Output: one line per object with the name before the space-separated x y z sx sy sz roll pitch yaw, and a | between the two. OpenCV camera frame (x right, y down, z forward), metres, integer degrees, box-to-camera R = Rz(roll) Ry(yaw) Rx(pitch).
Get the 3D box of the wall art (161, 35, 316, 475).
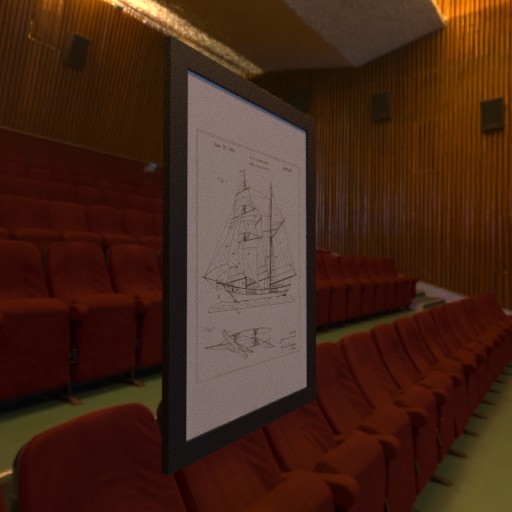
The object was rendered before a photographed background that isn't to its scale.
wall art | 0.000 0.000 0.695 0.013 0.534 0.381 -1 -2 35
